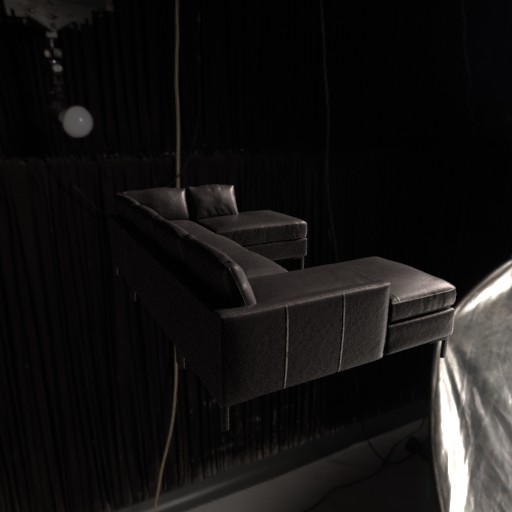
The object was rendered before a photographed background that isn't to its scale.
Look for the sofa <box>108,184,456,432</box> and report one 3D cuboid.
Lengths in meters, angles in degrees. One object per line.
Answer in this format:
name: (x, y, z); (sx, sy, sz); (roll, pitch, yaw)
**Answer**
sofa: (0.000, 0.000, 3.801); (1.939, 0.900, 2.956); (-8, 18, -27)
